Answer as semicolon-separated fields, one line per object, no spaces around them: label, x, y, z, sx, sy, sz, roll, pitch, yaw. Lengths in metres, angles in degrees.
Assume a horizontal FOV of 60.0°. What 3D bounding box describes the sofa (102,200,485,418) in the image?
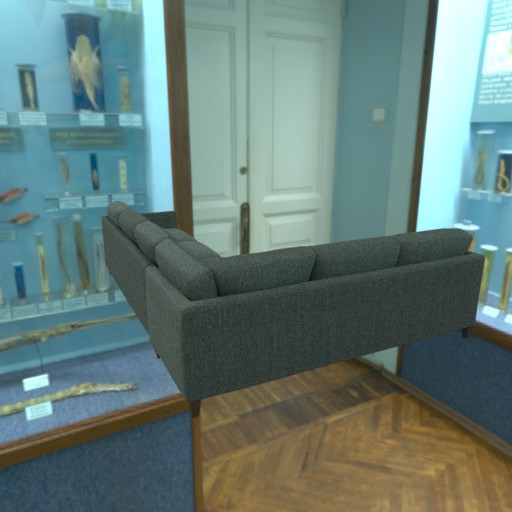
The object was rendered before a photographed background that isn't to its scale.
sofa;0.000;0.000;4.509;2.593;0.947;3.302;-8;17;-25
